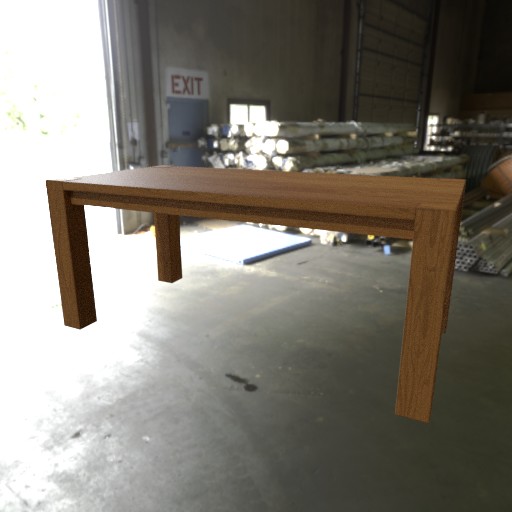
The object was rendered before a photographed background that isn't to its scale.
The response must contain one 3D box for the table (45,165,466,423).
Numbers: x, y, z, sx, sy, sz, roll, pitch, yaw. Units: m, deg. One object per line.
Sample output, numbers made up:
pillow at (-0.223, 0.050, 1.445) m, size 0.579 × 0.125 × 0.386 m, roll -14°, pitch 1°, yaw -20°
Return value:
table at (0.000, 0.000, 2.222) m, size 1.800 × 0.760 × 0.900 m, roll 8°, pitch 18°, yaw 25°
